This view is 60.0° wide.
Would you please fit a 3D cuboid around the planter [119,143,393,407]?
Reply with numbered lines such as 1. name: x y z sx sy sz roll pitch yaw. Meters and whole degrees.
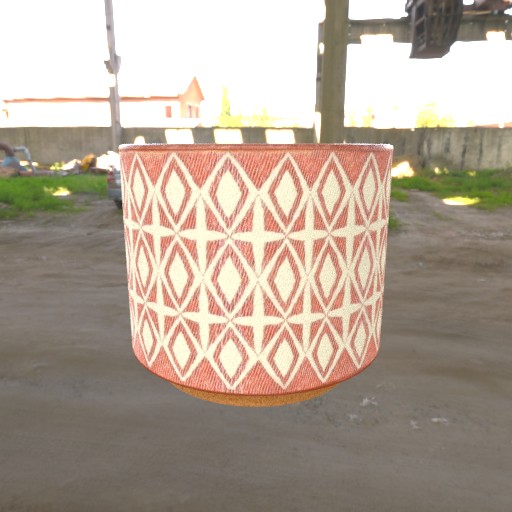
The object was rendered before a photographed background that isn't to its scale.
1. planter: 0.000 0.000 0.487 0.273 0.237 0.273 0 13 0
